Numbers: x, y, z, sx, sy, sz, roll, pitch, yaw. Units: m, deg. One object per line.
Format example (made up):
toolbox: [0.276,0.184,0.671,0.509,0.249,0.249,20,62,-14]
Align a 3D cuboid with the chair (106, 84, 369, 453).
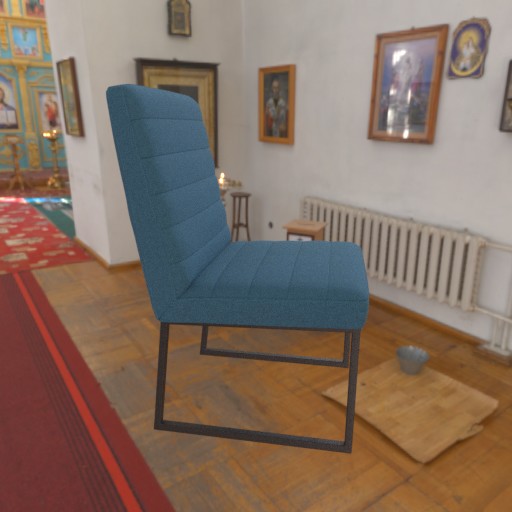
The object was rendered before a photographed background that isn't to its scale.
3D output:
chair: [0.000,0.000,1.315,0.634,0.930,0.520,3,16,10]
